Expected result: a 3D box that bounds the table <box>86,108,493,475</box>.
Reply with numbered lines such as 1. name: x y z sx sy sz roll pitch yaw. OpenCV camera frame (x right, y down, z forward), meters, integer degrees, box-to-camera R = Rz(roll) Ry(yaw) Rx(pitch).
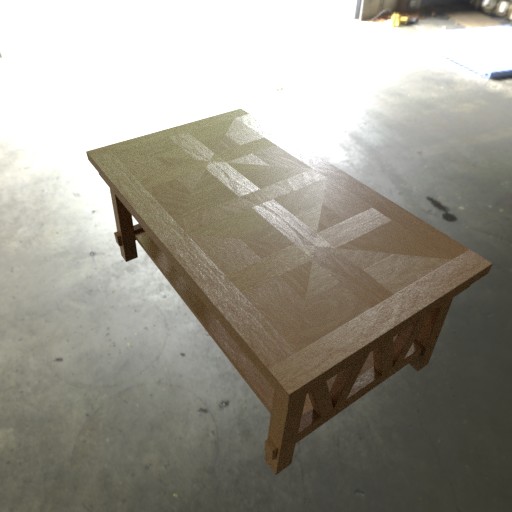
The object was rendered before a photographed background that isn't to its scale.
1. table: 0.000 0.000 1.630 0.711 0.507 1.270 -25 47 -25
